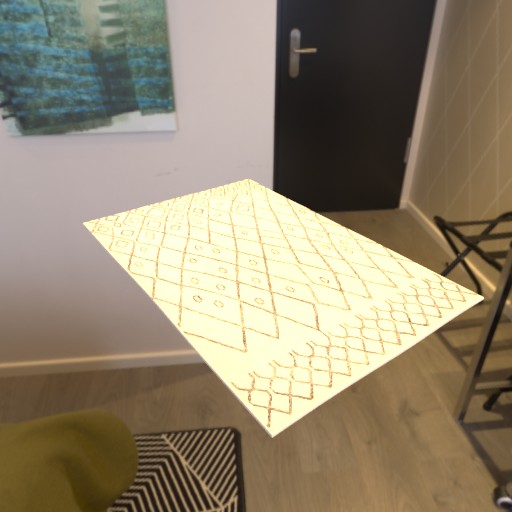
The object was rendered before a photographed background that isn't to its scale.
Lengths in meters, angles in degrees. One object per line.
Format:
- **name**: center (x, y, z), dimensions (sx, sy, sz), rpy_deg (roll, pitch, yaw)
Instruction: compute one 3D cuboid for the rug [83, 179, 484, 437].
- **rug**: center (0.000, 0.000, 2.320), dimensions (1.222, 0.015, 1.828), rpy_deg (-21, 37, -31)
